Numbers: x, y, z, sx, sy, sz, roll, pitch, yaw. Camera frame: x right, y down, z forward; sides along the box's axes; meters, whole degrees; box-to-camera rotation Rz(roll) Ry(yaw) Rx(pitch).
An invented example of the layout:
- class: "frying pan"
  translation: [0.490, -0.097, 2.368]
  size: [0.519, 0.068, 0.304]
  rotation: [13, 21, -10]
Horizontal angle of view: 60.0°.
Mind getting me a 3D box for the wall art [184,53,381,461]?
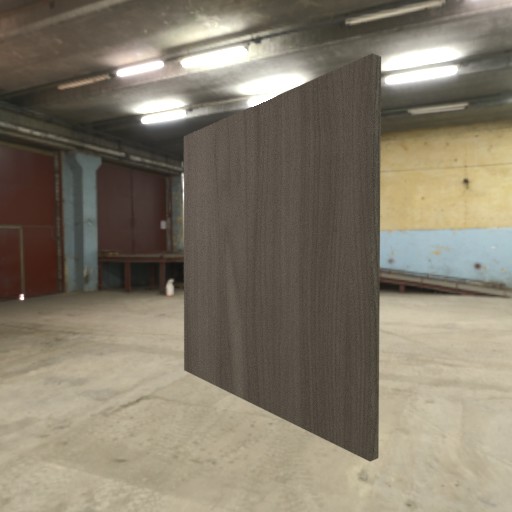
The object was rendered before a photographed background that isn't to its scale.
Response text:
- class: "wall art"
  translation: [0.000, 0.000, 0.760]
  size: [0.016, 0.507, 0.508]
  rotation: [-1, 1, -36]
